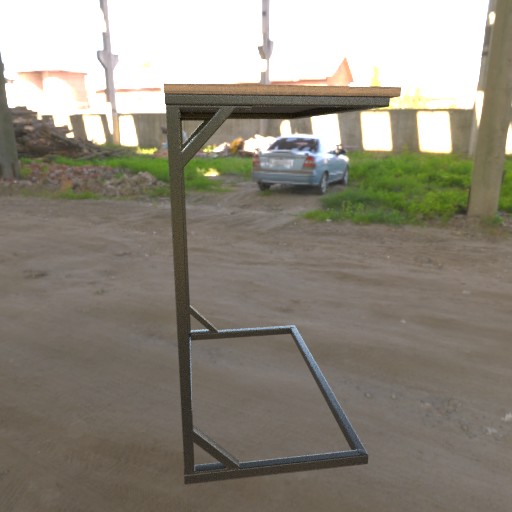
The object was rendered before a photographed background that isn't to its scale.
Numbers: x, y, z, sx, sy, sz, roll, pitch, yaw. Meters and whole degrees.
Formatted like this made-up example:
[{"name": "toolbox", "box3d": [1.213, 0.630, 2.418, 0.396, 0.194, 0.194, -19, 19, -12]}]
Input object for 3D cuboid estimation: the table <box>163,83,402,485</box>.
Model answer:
[{"name": "table", "box3d": [0.000, 0.000, 1.011, 0.351, 0.673, 0.597, -2, 16, -8]}]
